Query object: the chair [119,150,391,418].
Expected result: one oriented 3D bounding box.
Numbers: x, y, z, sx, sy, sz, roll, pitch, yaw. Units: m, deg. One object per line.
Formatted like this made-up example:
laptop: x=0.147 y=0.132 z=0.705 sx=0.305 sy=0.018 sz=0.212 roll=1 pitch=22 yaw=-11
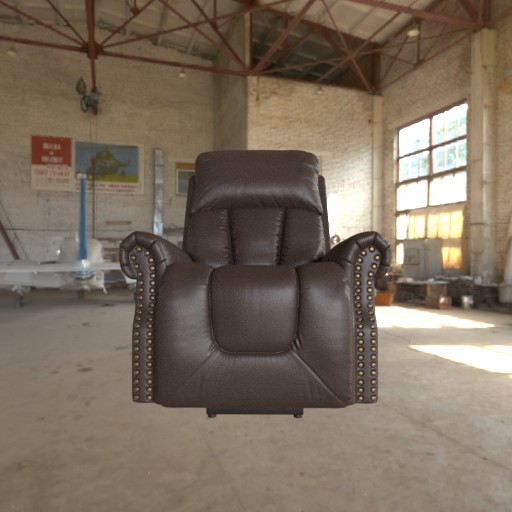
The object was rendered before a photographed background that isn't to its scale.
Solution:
chair: x=0.000 y=0.000 z=1.760 sx=0.869 sy=1.028 sz=0.978 roll=0 pitch=0 yaw=1
